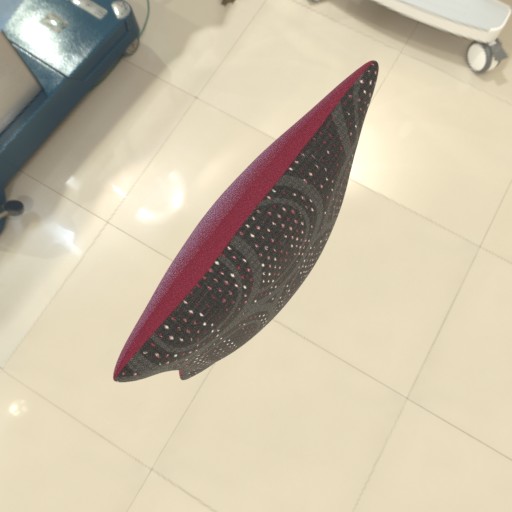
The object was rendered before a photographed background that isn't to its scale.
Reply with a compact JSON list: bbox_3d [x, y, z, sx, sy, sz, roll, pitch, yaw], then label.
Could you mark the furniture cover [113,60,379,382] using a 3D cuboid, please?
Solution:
[{"bbox_3d":[0.000,0.000,0.809,0.193,0.509,0.552,37,78,9],"label":"furniture cover"}]
